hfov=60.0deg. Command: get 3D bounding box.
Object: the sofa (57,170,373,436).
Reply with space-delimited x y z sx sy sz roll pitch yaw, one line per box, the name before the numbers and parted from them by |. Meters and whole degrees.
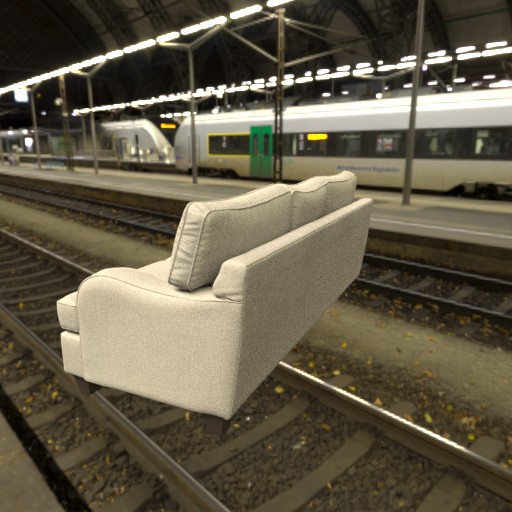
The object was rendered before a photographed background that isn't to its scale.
sofa | 0.000 0.000 2.846 1.016 0.991 2.323 7 15 25
